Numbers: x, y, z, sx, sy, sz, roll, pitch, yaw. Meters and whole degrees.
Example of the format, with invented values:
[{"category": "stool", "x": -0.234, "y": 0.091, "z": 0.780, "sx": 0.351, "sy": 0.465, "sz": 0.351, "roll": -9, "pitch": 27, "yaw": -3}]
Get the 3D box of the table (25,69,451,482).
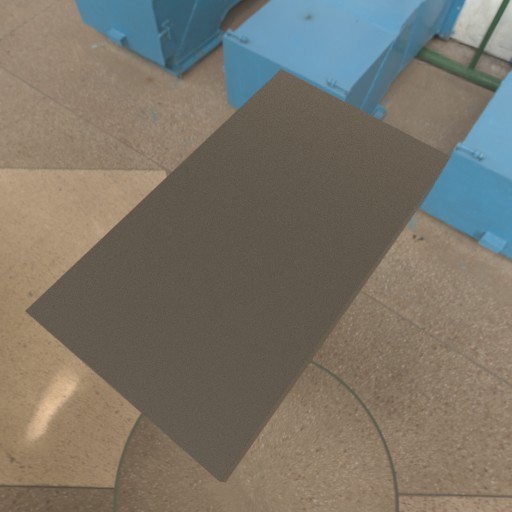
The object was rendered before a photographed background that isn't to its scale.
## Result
[{"category": "table", "x": 0.000, "y": 0.000, "z": 1.517, "sx": 0.703, "sy": 0.404, "sz": 1.201, "roll": 34, "pitch": 67, "yaw": 16}]
